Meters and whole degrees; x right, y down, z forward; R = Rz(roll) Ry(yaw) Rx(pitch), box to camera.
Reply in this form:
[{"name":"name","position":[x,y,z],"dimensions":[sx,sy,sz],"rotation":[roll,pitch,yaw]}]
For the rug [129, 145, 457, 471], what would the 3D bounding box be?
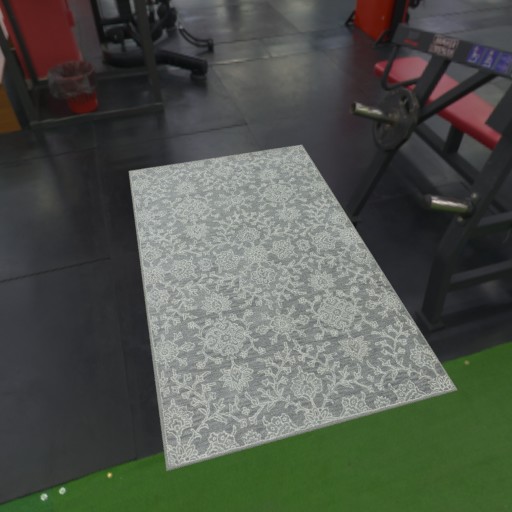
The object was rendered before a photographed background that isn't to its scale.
[{"name":"rug","position":[0.000,0.000,2.987],"dimensions":[1.515,0.010,2.430],"rotation":[-11,47,-11]}]
